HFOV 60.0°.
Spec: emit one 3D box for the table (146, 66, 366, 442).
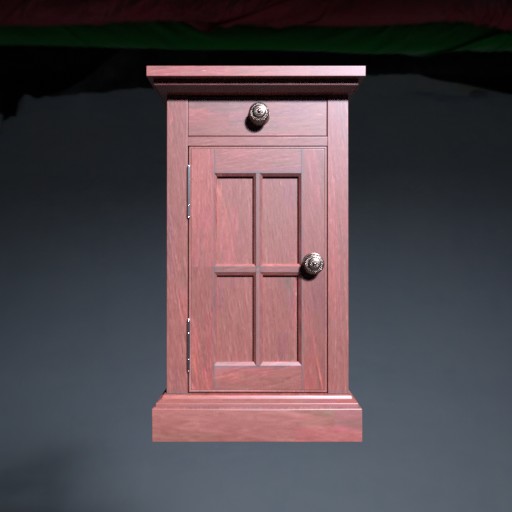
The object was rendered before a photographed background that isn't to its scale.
[{"bbox_3d":[0.000,0.000,1.008,0.356,0.612,0.584,0,0,0],"label":"table"}]
